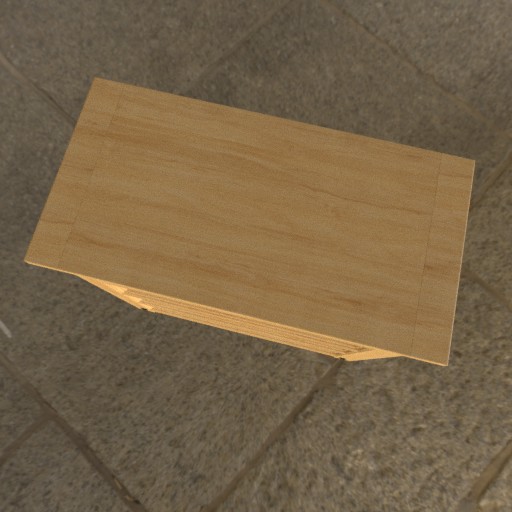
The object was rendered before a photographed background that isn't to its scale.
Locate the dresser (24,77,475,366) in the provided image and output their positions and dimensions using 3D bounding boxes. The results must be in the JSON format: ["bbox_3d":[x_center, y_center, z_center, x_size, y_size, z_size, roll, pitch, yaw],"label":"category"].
[{"bbox_3d":[0.000,0.000,1.211,0.800,0.730,0.410,13,76,3],"label":"dresser"}]
